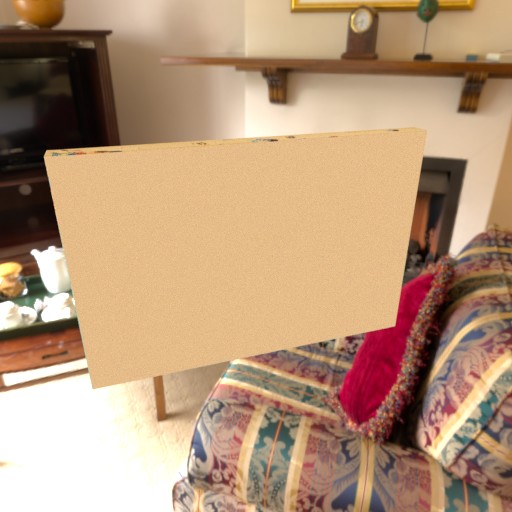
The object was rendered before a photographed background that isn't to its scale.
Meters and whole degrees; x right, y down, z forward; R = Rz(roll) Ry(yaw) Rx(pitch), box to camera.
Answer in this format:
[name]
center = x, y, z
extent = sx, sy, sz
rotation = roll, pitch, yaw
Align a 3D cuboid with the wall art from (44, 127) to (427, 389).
[wall art]
center = 0.000, 0.000, 0.782
extent = 0.609, 0.406, 0.039
rotation = -8, 27, -16
